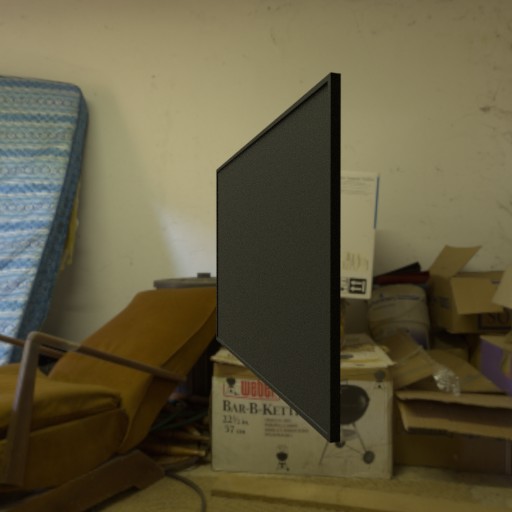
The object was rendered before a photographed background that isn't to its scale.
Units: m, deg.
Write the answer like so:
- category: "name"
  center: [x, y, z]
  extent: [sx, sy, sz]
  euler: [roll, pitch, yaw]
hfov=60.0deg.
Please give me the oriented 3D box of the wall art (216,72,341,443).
- category: "wall art"
  center: [0.000, 0.000, 1.533]
  extent: [0.028, 0.805, 1.190]
  euler: [0, 1, -17]
